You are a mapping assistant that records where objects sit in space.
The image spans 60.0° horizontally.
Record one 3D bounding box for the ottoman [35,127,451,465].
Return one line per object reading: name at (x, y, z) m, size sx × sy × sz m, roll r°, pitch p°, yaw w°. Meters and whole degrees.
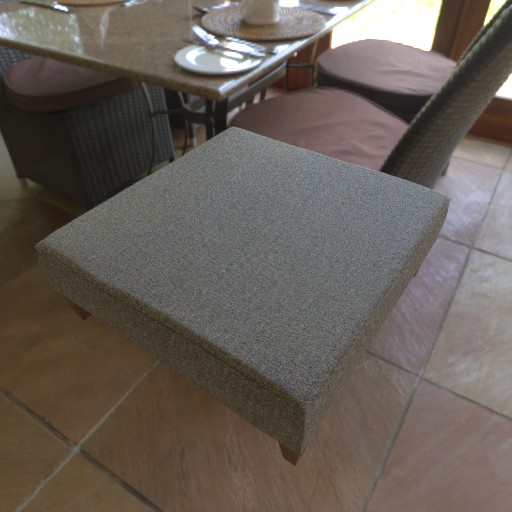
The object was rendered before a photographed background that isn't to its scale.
ottoman at (0.000, 0.000, 1.541) m, size 0.981 × 0.379 × 1.016 m, roll 25°, pitch 48°, yaw 26°
